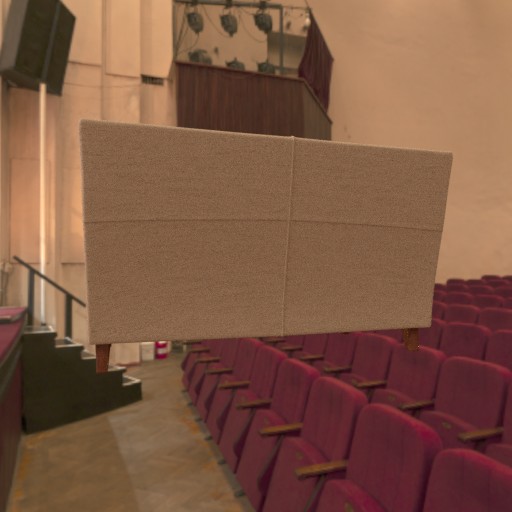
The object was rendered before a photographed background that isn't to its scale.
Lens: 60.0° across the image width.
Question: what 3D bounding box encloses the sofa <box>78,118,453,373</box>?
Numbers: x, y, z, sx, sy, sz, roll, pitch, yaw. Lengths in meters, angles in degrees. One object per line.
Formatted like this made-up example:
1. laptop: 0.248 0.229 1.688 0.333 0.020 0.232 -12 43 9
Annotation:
1. sofa: 0.000 0.000 2.064 1.482 0.892 0.891 0 -1 -17
